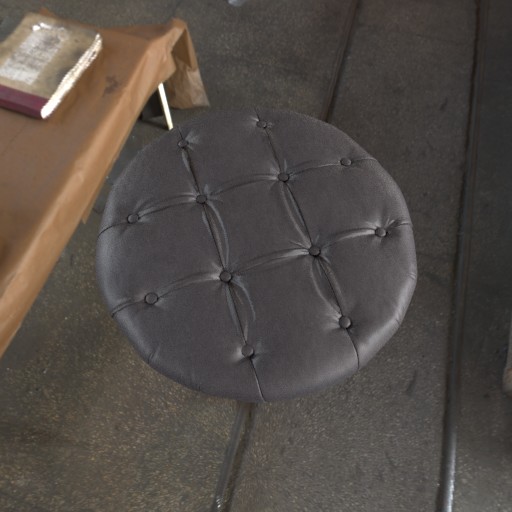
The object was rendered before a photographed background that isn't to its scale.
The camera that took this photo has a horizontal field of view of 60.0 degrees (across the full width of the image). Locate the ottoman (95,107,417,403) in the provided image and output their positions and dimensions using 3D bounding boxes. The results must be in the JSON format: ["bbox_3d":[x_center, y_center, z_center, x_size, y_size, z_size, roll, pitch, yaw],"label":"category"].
[{"bbox_3d":[0.000,0.000,1.363,0.901,0.439,0.901,0,64,0],"label":"ottoman"}]
